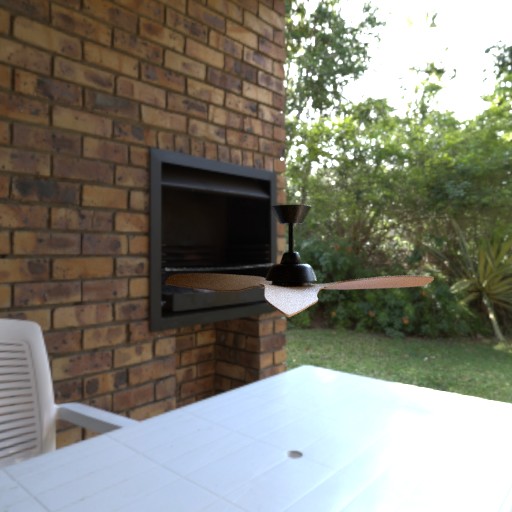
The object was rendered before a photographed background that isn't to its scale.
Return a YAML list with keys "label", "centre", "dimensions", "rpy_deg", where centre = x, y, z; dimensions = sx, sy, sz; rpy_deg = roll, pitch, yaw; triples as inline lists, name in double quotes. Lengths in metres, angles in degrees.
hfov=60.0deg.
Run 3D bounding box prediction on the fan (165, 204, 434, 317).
- label: "fan"
  centre: [0.000, 0.000, 1.678]
  dimensions: [1.010, 0.355, 1.142]
  rpy_deg: [0, 1, 36]
